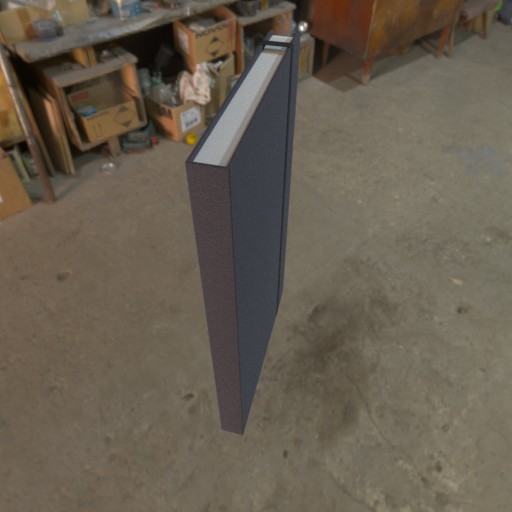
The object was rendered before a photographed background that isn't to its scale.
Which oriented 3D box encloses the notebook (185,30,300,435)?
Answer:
[{"bbox_3d":[0.000,0.000,0.261,0.016,0.213,0.127,11,47,10],"label":"notebook"}]
